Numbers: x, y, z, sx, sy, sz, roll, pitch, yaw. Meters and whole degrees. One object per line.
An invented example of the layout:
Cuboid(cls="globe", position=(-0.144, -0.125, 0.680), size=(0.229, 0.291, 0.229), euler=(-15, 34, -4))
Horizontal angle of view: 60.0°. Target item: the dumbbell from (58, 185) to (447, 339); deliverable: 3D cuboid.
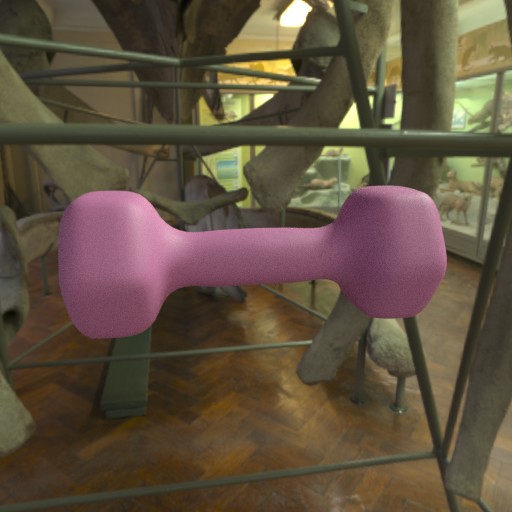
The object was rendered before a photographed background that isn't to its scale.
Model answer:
Cuboid(cls="dumbbell", position=(0.000, 0.000, 0.195), size=(0.159, 0.058, 0.064), euler=(-2, 15, -9))
